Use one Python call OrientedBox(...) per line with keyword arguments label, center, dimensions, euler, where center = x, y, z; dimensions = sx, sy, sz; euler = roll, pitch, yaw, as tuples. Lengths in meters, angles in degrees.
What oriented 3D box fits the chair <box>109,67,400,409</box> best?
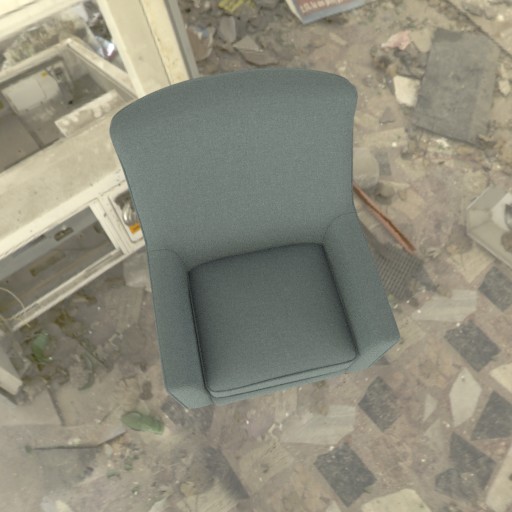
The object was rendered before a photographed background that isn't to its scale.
OrientedBox(label="chair", center=(0.000, 0.000, 1.595), dimensions=(0.756, 0.916, 0.879), euler=(-11, 65, -5))
